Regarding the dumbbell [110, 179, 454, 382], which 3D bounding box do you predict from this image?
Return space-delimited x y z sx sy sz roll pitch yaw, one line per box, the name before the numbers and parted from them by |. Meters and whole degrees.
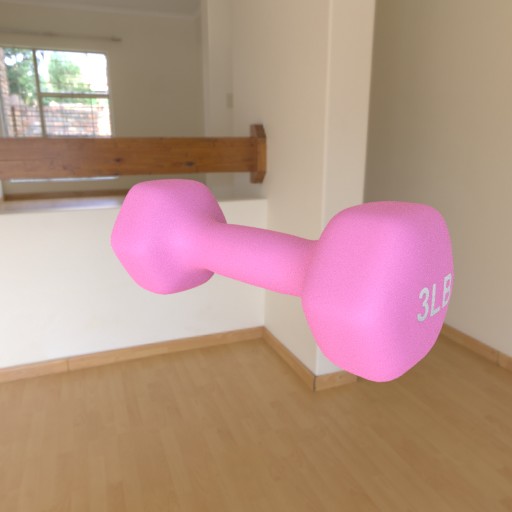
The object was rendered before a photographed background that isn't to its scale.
dumbbell | 0.000 0.000 0.194 0.159 0.058 0.064 14 20 42
